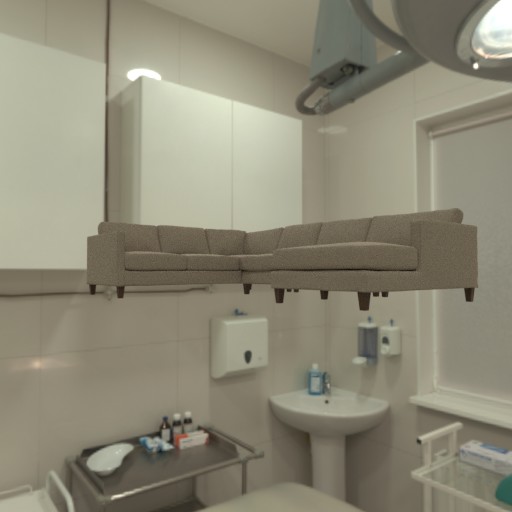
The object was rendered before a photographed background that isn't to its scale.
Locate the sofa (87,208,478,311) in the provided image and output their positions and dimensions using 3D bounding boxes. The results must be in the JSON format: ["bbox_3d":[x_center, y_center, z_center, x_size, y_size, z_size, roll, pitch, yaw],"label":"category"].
[{"bbox_3d":[0.000,0.000,4.604,2.424,0.865,3.438,2,-3,-38],"label":"sofa"}]
